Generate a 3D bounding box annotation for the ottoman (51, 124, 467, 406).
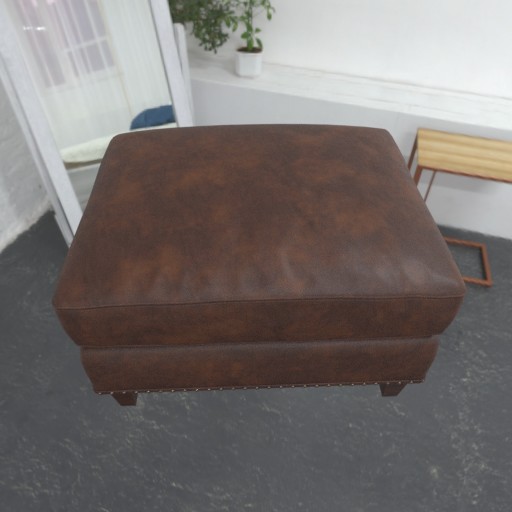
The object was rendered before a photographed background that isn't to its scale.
[{"bbox_3d":[0.000,0.000,1.085,0.742,0.486,0.586,-2,45,-2],"label":"ottoman"}]
